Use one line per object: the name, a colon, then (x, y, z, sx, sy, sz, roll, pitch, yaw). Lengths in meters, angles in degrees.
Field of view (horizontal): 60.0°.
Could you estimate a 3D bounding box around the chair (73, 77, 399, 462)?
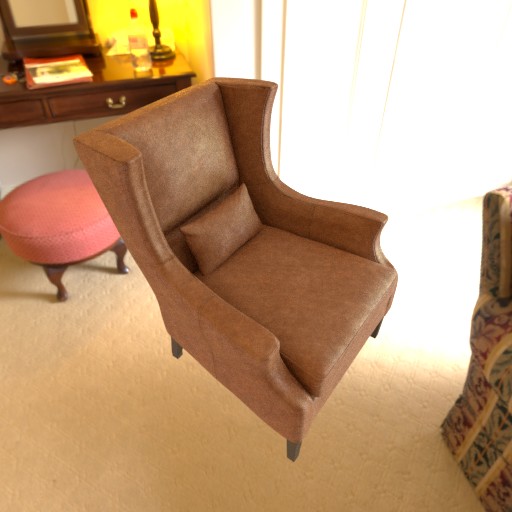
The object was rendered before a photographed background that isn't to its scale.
chair: (0.000, 0.000, 1.667, 0.926, 1.016, 0.853, 25, 47, 26)
